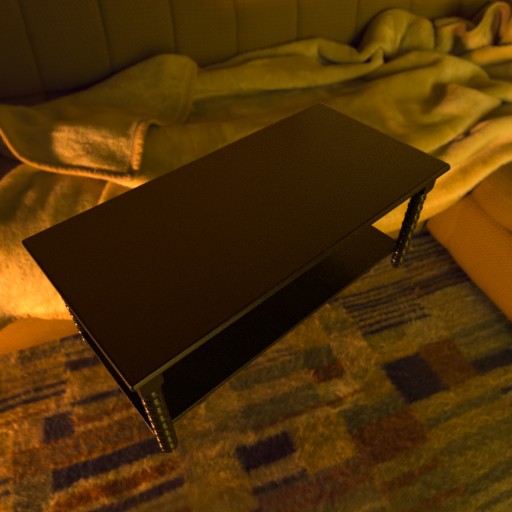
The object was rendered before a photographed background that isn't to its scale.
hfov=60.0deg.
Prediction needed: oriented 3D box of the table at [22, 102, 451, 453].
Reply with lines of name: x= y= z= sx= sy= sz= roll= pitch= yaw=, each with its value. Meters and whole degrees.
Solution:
table: x=0.000 y=0.000 z=1.471 sx=1.171 sy=0.487 sz=0.580 roll=-33 pitch=54 yaw=-28
